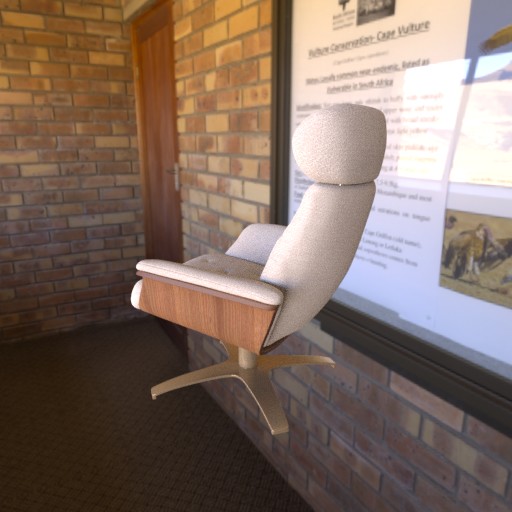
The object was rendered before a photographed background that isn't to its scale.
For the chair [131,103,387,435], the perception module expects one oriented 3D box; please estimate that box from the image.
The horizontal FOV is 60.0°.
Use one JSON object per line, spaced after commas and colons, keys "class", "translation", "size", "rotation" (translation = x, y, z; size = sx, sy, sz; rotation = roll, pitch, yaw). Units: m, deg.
{"class": "chair", "translation": [0.000, 0.000, 1.583], "size": [0.837, 0.995, 0.785], "rotation": [8, 16, 26]}
